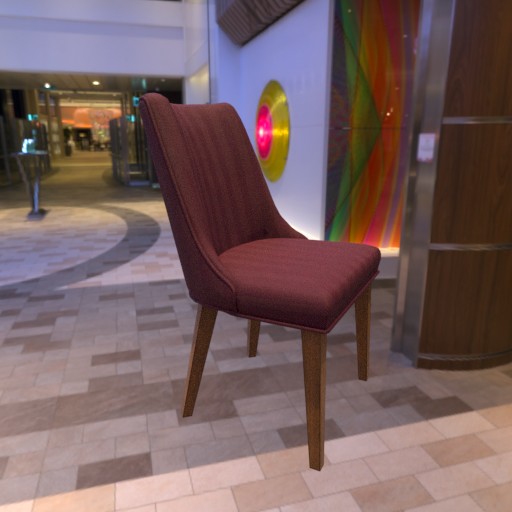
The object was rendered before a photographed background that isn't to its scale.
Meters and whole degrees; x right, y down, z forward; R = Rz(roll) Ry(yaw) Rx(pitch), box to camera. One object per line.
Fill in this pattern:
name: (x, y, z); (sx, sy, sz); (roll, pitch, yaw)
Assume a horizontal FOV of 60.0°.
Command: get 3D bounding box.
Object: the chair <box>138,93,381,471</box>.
chair: (0.000, 0.000, 1.337); (0.638, 0.916, 0.548); (8, 17, 26)
